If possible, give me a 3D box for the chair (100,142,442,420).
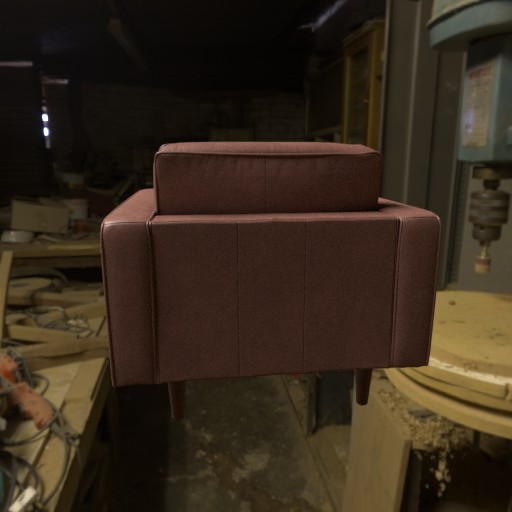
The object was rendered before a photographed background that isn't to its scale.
[{"bbox_3d":[0.000,0.000,1.570,0.920,0.770,0.900,-2,13,-8],"label":"chair"}]
